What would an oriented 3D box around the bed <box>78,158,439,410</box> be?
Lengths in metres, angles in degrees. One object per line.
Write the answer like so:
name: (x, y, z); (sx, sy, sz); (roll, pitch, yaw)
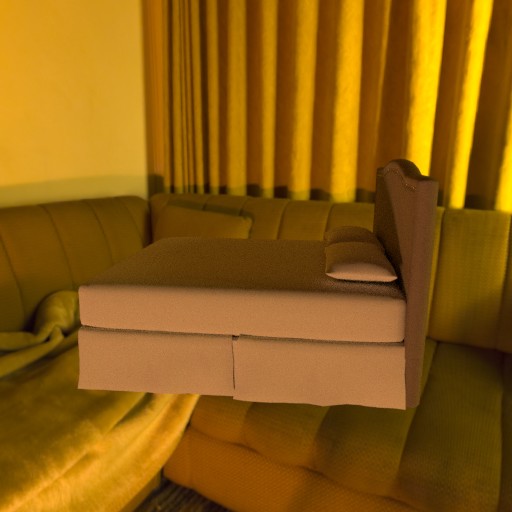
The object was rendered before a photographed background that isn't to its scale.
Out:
bed: (0.000, 0.000, 3.350); (2.128, 1.441, 1.744); (2, 13, 7)
